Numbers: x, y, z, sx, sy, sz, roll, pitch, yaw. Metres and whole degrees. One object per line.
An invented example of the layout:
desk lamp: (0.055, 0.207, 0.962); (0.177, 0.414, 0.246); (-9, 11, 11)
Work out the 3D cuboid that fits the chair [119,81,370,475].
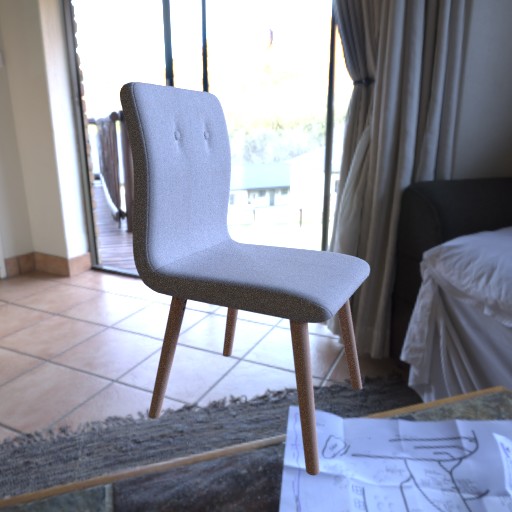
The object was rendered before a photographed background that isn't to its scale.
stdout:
chair: (0.000, 0.000, 1.209); (0.550, 0.885, 0.435); (8, 17, 26)
